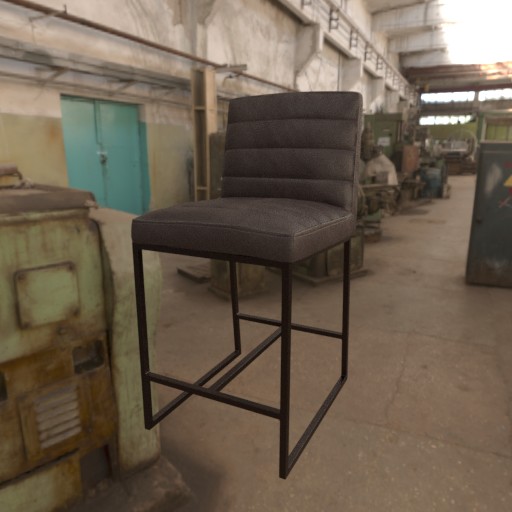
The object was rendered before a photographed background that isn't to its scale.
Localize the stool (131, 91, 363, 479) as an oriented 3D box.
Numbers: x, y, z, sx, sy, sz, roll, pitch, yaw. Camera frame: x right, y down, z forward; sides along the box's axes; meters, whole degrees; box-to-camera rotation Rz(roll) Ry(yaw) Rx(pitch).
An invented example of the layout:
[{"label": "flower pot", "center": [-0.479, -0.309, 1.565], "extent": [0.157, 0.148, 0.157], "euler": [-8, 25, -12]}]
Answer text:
[{"label": "stool", "center": [0.000, 0.000, 1.285], "extent": [0.463, 0.946, 0.562], "euler": [7, 16, 26]}]
